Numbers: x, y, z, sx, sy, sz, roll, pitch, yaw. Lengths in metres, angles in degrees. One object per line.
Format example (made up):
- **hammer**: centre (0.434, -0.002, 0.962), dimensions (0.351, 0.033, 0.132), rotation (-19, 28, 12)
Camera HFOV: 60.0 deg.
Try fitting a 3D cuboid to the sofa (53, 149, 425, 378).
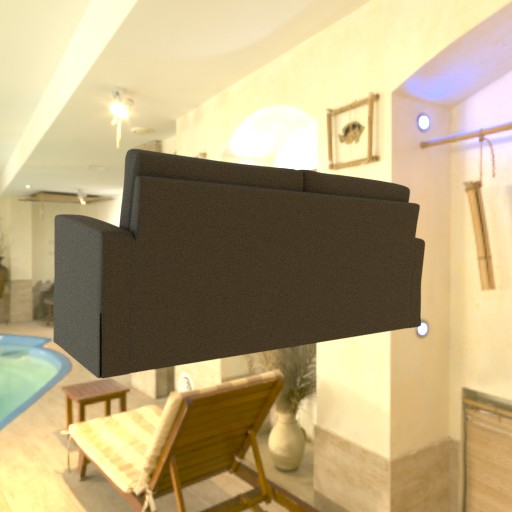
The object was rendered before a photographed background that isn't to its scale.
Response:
- **sofa**: centre (0.000, 0.000, 2.361), dimensions (1.852, 0.839, 0.898), rotation (-1, 1, -35)
